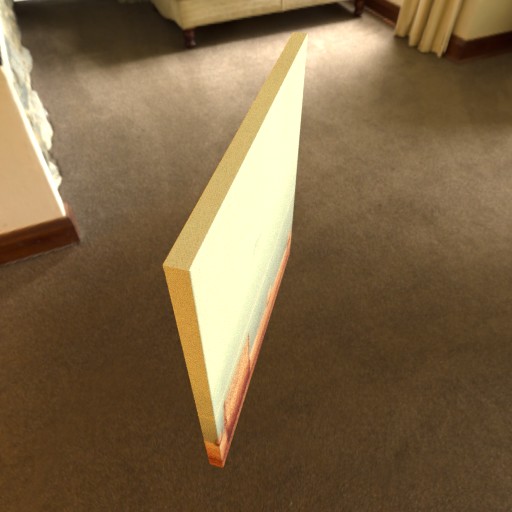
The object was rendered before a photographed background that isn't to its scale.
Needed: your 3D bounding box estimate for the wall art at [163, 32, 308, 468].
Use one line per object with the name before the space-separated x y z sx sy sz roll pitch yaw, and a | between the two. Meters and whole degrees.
wall art | 0.000 0.000 0.859 0.034 0.605 0.605 12 49 10
